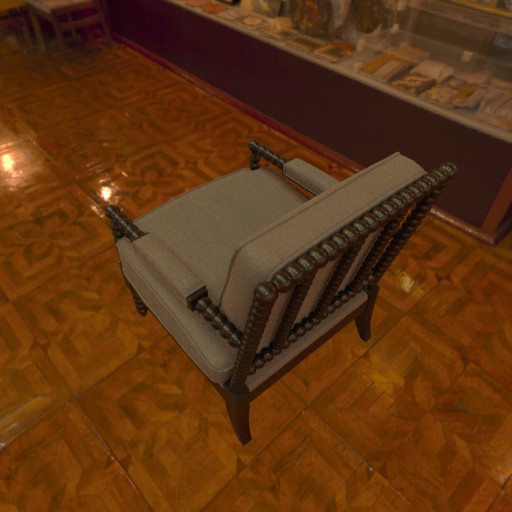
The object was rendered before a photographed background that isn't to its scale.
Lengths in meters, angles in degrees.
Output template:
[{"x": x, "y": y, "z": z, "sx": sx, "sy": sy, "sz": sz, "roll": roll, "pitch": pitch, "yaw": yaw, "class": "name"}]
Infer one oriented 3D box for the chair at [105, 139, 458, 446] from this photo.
[{"x": 0.000, "y": 0.000, "z": 1.120, "sx": 0.540, "sy": 0.661, "sz": 0.622, "roll": -32, "pitch": 54, "yaw": -27, "class": "chair"}]
